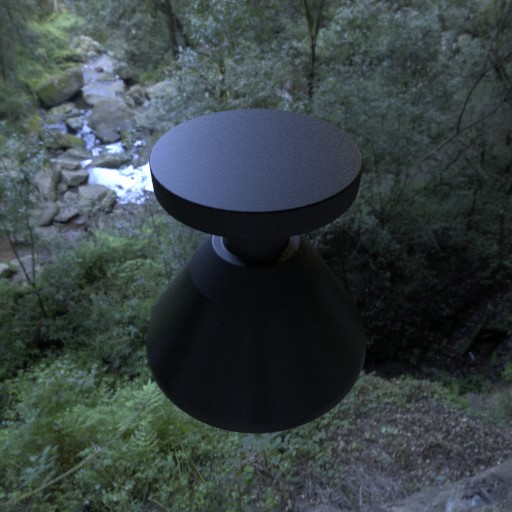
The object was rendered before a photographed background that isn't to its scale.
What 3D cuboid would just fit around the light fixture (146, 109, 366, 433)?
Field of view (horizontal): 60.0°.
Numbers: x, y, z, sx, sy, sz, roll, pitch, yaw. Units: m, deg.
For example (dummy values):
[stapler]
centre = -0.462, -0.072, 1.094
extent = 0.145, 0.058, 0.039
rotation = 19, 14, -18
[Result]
[light fixture]
centre = 0.000, 0.000, 0.351
extent = 0.200, 0.183, 0.200
rotation = 0, 41, 0
